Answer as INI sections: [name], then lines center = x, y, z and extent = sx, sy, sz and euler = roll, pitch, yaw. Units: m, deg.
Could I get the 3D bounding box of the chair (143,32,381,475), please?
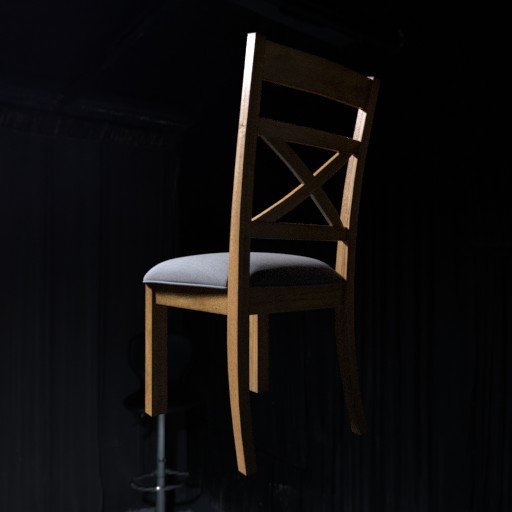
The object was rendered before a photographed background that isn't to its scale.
[chair]
center = 0.000, 0.000, 1.267
extent = 0.470, 0.949, 0.581
euler = 0, -1, -36
